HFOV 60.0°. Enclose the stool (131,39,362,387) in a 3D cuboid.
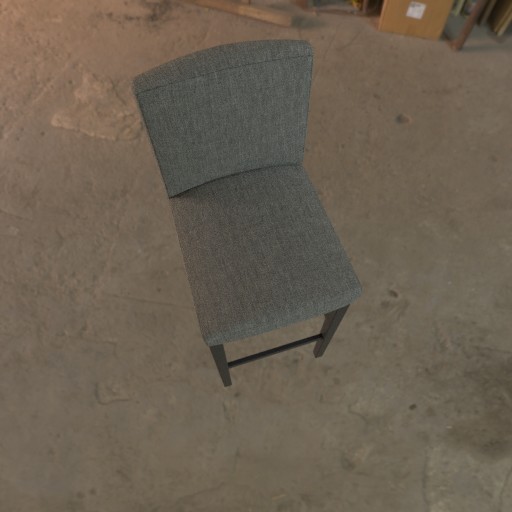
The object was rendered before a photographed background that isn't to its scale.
[{"bbox_3d":[0.000,0.000,1.408,0.451,1.138,0.552,-16,65,-8],"label":"stool"}]
